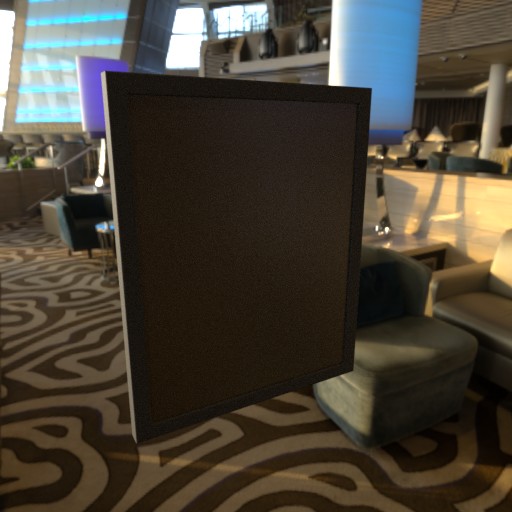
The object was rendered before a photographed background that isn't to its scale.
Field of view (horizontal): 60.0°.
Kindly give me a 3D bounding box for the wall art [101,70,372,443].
[{"bbox_3d":[0.000,0.000,0.757,0.457,0.558,0.028,-9,18,-29],"label":"wall art"}]
